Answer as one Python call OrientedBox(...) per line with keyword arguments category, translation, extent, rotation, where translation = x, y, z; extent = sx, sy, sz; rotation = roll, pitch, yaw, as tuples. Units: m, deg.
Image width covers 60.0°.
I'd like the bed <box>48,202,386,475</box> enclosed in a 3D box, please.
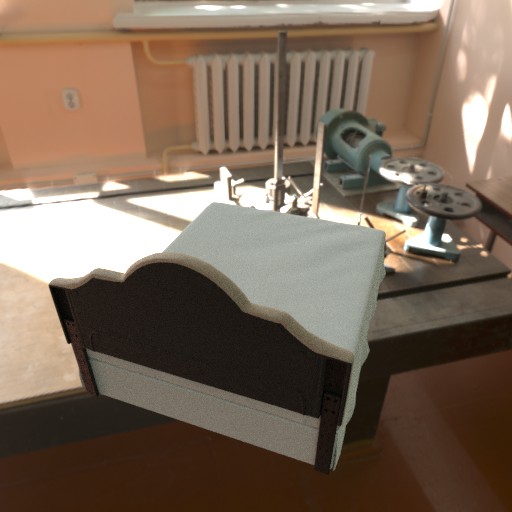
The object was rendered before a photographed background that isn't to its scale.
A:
OrientedBox(category="bed", translation=(0.000, 0.000, 2.964), extent=(1.667, 1.194, 1.970), rotation=(11, 35, 17))
